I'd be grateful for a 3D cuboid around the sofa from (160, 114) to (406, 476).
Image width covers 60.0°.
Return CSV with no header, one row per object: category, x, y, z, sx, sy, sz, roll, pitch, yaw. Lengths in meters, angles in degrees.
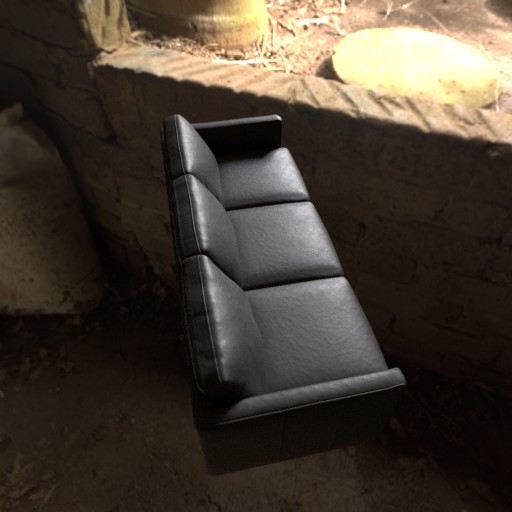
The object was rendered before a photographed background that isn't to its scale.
sofa,0.000,0.000,2.988,1.045,1.006,2.464,-9,48,-8
